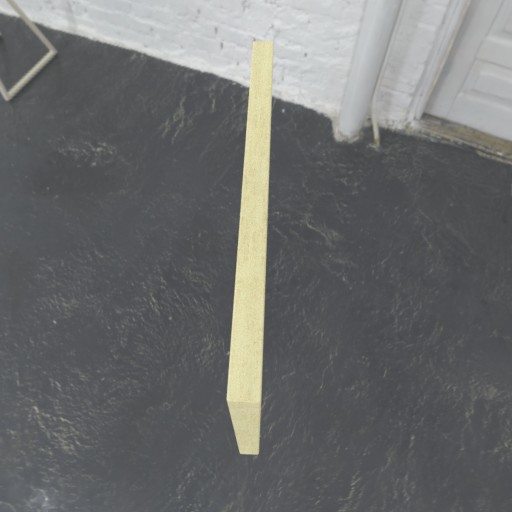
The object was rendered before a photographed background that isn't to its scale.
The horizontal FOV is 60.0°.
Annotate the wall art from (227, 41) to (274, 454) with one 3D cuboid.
[{"bbox_3d":[0.000,0.000,0.702,0.032,0.381,0.533,2,59,1],"label":"wall art"}]
